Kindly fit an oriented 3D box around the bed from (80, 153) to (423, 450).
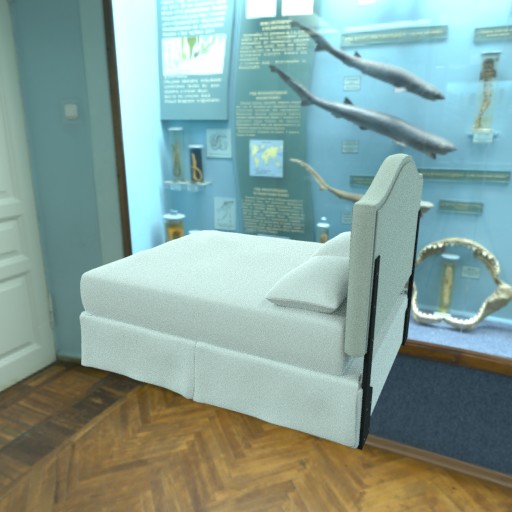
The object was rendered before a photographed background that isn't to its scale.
[{"bbox_3d":[0.000,0.000,3.465,2.180,1.607,1.813,8,18,26],"label":"bed"}]
